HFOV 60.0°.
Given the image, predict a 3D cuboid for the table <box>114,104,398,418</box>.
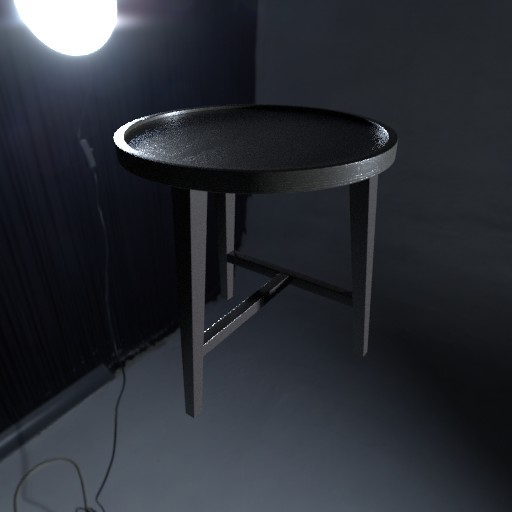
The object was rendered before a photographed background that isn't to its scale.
[{"bbox_3d":[0.000,0.000,0.937,0.500,0.531,0.500,0,29,0],"label":"table"}]
